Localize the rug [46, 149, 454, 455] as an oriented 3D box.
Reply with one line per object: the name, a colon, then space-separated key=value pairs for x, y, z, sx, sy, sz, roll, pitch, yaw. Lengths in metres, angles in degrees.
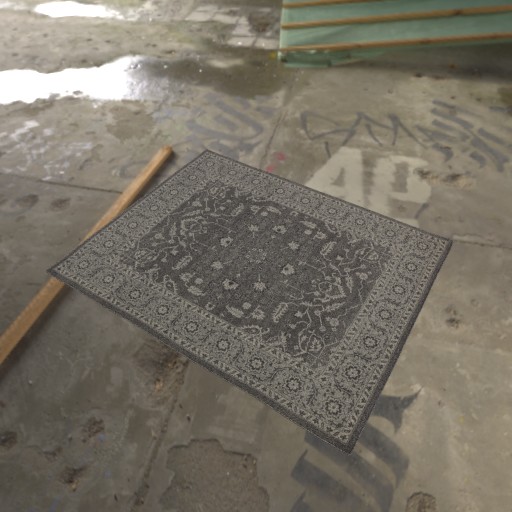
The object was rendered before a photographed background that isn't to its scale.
rug: x=0.000 y=0.000 z=4.224 sx=3.069 sy=0.026 sz=2.451 roll=25 pitch=51 yaw=22
